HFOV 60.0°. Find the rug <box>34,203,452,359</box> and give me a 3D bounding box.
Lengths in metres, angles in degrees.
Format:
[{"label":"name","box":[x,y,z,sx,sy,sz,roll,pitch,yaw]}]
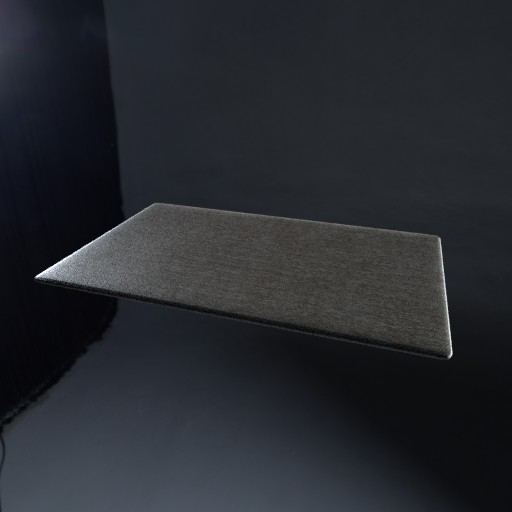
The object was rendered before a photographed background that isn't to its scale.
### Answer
[{"label":"rug","box":[0.000,0.000,3.098,2.469,0.024,1.539,8,27,16]}]
